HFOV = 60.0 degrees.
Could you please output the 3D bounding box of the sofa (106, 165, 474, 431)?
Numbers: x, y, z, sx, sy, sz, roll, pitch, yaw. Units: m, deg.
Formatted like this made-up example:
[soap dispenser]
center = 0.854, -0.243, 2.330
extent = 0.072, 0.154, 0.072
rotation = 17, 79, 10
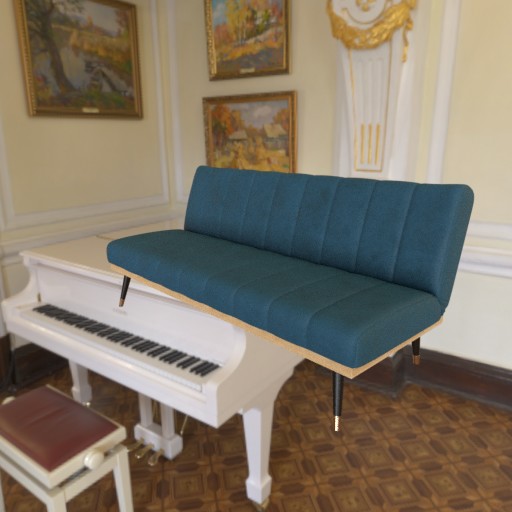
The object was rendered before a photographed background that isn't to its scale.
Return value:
[sofa]
center = 0.000, 0.000, 2.307
extent = 0.830, 0.825, 1.810
rotation = -14, 20, -41
